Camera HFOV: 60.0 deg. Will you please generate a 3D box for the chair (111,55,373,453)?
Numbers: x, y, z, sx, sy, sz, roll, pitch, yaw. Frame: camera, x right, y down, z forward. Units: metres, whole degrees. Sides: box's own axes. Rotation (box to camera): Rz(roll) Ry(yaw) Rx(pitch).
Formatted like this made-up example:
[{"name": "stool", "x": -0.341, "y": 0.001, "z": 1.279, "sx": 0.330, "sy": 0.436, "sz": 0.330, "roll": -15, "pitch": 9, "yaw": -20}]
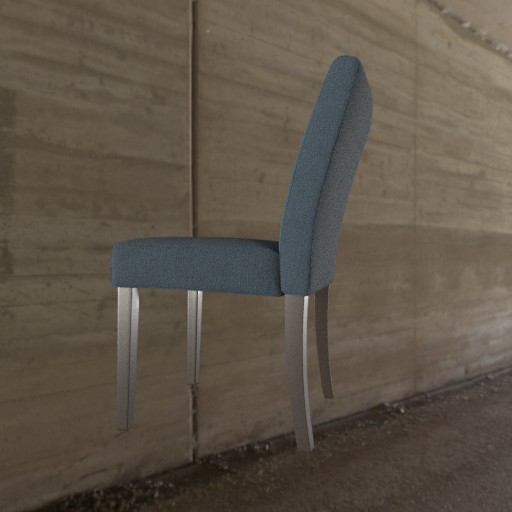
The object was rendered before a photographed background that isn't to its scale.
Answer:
[{"name": "chair", "x": 0.000, "y": 0.000, "z": 1.240, "sx": 0.629, "sy": 0.882, "sz": 0.487, "roll": 0, "pitch": 0, "yaw": 17}]
